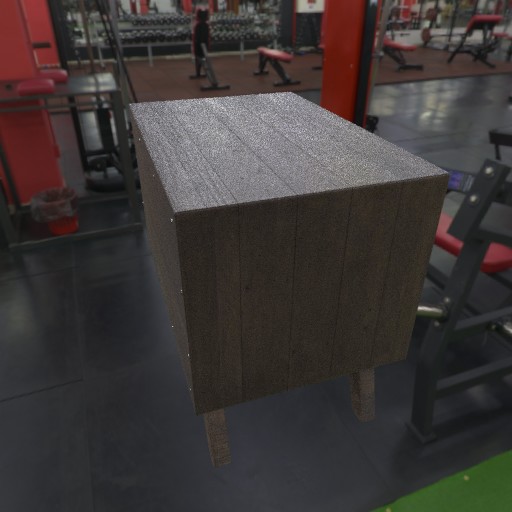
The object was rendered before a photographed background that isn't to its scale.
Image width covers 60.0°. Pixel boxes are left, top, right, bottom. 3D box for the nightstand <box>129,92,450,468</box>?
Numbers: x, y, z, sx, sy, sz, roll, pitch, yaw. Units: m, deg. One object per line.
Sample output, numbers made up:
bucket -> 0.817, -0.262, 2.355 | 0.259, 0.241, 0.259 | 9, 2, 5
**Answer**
nightstand -> 0.000, 0.000, 1.058 | 0.450, 0.599, 0.650 | -10, 33, -16
